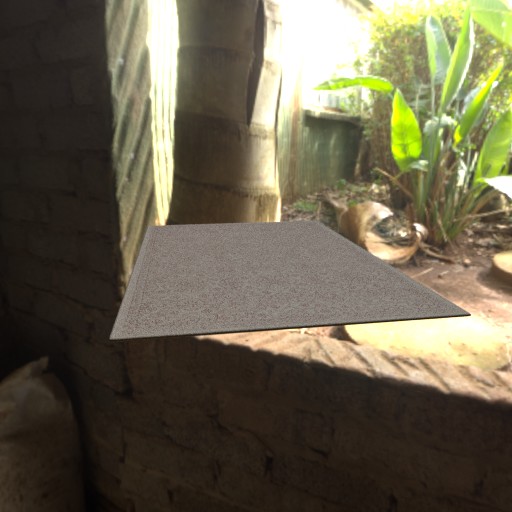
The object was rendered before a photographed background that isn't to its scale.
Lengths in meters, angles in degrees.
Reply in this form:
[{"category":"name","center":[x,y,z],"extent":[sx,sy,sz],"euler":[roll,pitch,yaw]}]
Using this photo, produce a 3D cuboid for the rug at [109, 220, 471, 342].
[{"category":"rug","center":[0.000,0.000,2.313],"extent":[1.219,0.010,1.829],"euler":[-2,15,-9]}]
